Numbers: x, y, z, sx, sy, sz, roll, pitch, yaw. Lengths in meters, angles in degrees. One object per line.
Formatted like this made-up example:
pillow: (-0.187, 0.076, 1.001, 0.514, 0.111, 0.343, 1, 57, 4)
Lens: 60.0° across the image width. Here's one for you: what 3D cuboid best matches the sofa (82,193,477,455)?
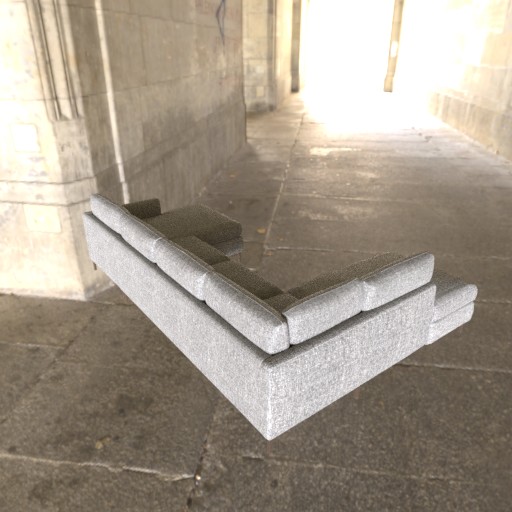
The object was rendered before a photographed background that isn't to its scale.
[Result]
sofa: (0.000, 0.000, 3.572, 1.879, 0.756, 2.737, -18, 30, -33)
